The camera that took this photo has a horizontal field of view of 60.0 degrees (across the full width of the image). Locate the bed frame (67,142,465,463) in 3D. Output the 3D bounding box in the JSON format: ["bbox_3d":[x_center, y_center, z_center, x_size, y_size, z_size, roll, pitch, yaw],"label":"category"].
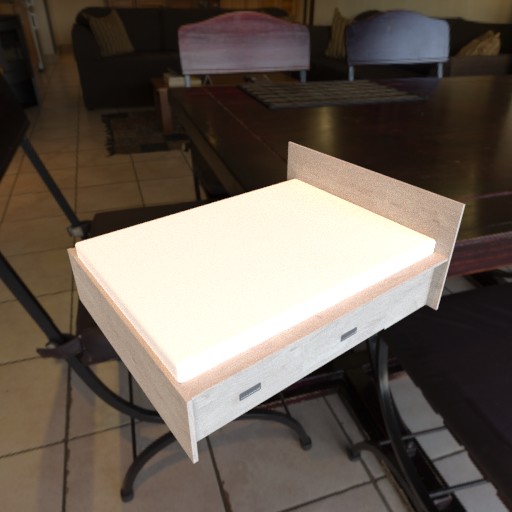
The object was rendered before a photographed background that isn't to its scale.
[{"bbox_3d":[0.000,0.000,2.946,1.960,0.800,1.622,-21,37,-31],"label":"bed frame"}]
